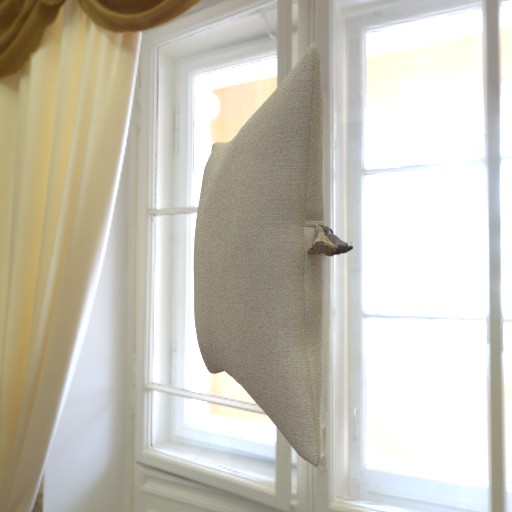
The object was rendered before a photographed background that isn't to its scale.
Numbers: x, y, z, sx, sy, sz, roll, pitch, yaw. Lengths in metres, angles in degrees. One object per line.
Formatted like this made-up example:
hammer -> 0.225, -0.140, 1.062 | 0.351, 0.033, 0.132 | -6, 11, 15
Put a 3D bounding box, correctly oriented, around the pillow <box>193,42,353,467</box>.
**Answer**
pillow -> 0.000, 0.000, 0.728 | 0.165, 0.481, 0.489 | 0, -1, -20
